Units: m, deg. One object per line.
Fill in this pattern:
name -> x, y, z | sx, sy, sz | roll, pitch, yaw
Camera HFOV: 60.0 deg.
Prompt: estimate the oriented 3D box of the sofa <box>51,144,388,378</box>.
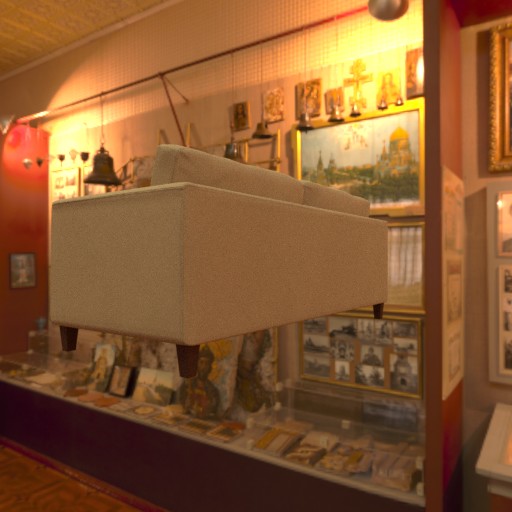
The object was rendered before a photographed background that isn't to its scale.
sofa -> 0.000, 0.000, 2.752 | 0.948, 0.932, 2.181 | 0, 0, 36
